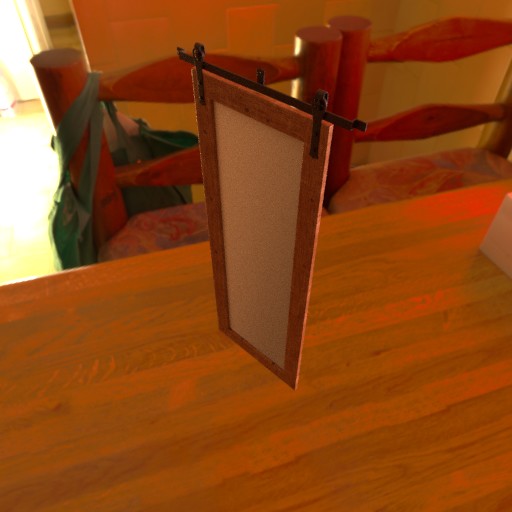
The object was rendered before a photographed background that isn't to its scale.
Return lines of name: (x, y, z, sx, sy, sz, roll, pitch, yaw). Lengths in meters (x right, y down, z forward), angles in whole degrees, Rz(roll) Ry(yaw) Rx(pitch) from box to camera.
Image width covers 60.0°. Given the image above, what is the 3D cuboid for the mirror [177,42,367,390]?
mirror: (0.000, 0.000, 2.088, 0.847, 1.793, 0.042, 33, 55, 28)
